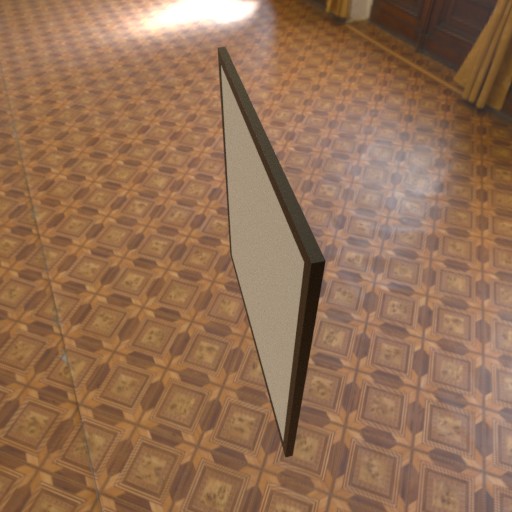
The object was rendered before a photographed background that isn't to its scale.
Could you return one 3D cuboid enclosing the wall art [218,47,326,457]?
[{"bbox_3d":[0.000,0.000,1.219,0.022,0.807,0.807,-10,47,-9],"label":"wall art"}]
